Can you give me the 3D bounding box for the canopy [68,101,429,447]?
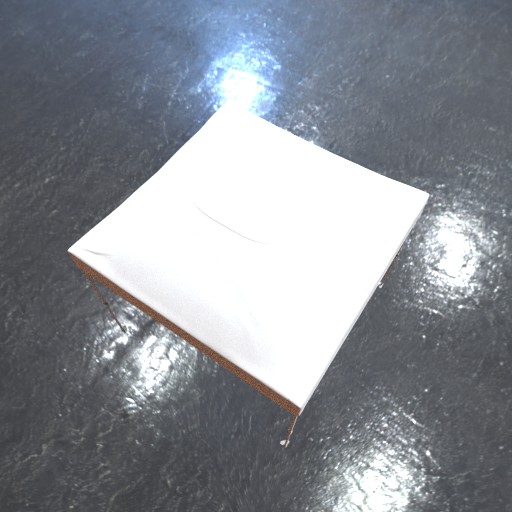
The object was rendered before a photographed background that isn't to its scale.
[{"bbox_3d":[0.000,0.000,5.677,2.998,2.997,2.996,30,63,17],"label":"canopy"}]
